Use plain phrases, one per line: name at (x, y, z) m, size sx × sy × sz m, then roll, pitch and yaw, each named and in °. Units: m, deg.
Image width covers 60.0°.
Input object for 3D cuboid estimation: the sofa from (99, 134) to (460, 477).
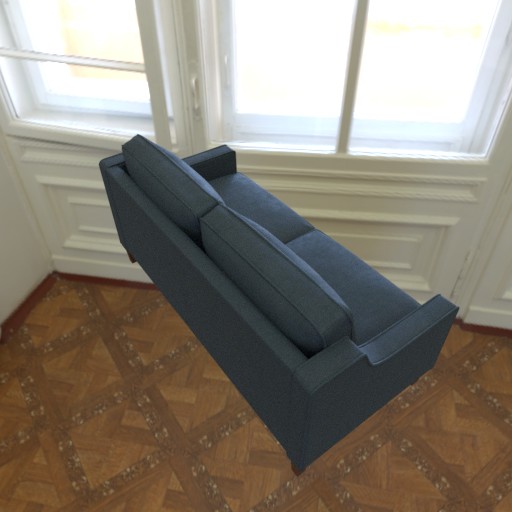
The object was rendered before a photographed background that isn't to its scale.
sofa at (0.000, 0.000, 2.809) m, size 1.066 × 1.071 × 2.178 m, roll -26°, pitch 48°, yaw -26°
